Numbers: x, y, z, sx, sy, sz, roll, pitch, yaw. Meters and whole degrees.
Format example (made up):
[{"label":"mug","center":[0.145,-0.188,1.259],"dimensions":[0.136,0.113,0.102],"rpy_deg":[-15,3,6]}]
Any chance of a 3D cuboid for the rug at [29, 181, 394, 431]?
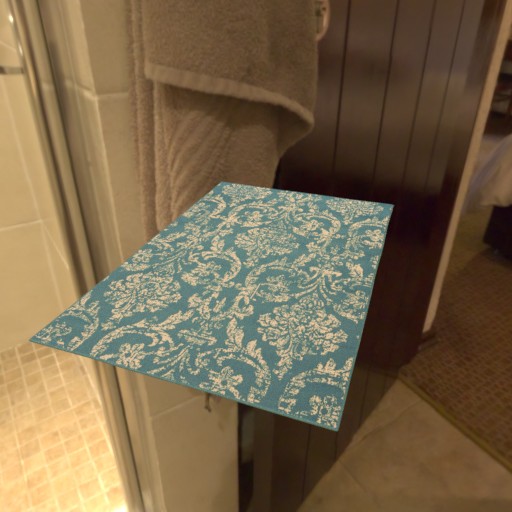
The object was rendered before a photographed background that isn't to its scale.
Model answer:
[{"label":"rug","center":[0.000,0.000,2.284],"dimensions":[1.211,0.012,1.833],"rpy_deg":[10,32,17]}]
